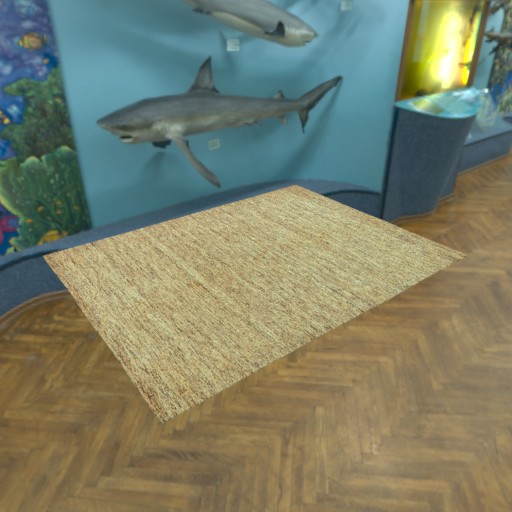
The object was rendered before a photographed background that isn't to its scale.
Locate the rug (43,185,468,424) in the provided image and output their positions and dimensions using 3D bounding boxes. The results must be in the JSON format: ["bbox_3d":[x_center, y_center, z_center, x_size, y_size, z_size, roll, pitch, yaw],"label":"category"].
[{"bbox_3d":[0.000,0.000,4.185,3.200,0.012,2.438,-20,35,-32],"label":"rug"}]
